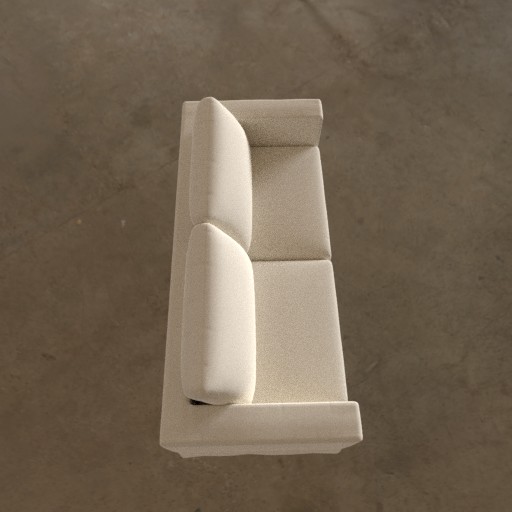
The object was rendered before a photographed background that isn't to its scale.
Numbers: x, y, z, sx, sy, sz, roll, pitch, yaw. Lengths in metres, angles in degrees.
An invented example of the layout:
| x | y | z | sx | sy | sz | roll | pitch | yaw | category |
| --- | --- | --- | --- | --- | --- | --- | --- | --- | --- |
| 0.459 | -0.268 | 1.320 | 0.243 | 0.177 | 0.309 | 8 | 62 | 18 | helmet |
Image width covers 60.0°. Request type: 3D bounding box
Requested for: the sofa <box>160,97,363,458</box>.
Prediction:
| x | y | z | sx | sy | sz | roll | pitch | yaw | category |
| --- | --- | --- | --- | --- | --- | --- | --- | --- | --- |
| 0.000 | 0.000 | 2.679 | 0.954 | 0.881 | 2.163 | -1 | 63 | -1 | sofa |
